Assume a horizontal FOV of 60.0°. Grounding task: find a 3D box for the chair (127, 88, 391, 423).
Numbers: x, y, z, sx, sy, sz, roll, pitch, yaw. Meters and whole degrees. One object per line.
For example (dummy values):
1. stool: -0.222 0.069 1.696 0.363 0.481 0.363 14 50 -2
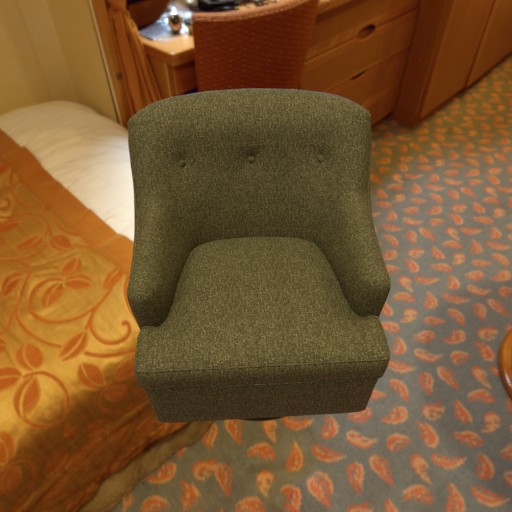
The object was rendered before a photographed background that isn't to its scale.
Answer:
1. chair: 0.000 0.000 1.606 0.864 0.856 0.923 -2 46 -2
